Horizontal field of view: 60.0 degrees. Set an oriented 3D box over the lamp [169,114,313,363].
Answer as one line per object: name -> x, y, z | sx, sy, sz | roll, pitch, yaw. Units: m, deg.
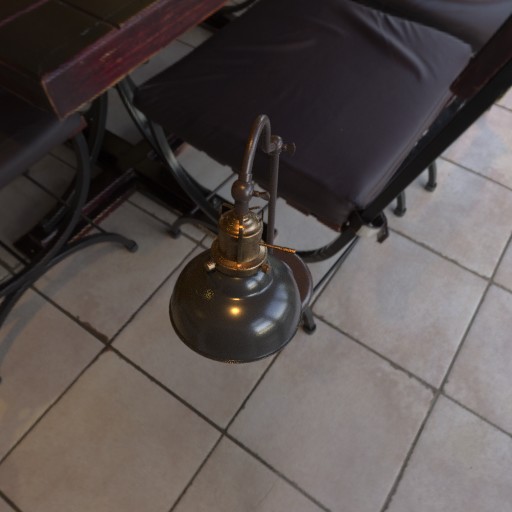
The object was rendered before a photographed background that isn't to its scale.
lamp -> 0.000, 0.000, 0.678 | 0.192, 0.508, 0.374 | 14, 59, 8
